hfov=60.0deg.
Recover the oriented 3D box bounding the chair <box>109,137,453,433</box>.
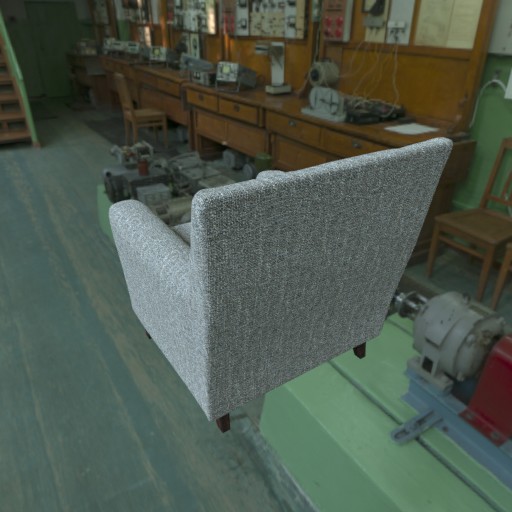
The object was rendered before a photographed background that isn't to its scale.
[{"bbox_3d":[0.000,0.000,1.652,0.864,0.928,0.873,-18,34,-29],"label":"chair"}]
